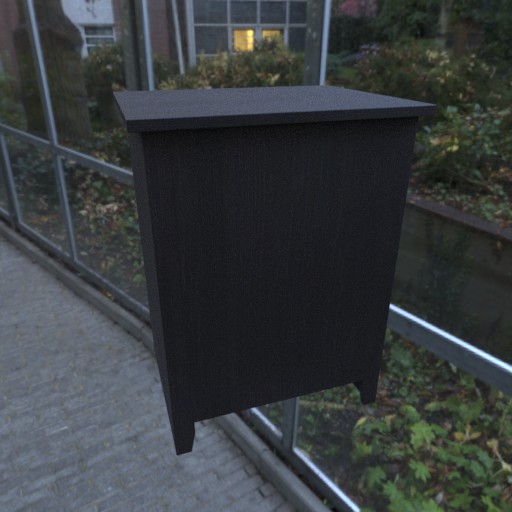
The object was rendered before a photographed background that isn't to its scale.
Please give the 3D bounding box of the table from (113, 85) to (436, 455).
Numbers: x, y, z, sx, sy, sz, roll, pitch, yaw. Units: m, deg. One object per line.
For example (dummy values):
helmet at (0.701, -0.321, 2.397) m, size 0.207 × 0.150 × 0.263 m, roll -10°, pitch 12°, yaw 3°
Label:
table at (0.000, 0.000, 0.938) m, size 0.480 × 0.635 × 0.381 m, roll -8°, pitch 27°, yaw -17°
